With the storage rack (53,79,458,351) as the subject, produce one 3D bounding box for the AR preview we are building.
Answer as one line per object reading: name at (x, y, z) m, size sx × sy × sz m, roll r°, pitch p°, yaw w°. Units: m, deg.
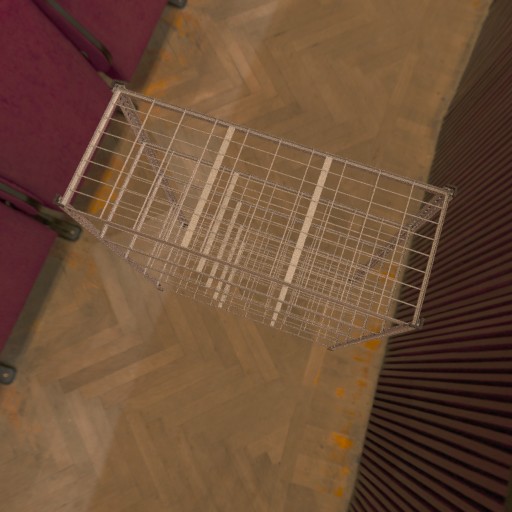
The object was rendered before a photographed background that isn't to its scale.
storage rack at (0.000, 0.000, 2.746) m, size 1.524 × 1.981 × 0.610 m, roll 19°, pitch 76°, yaw 5°
